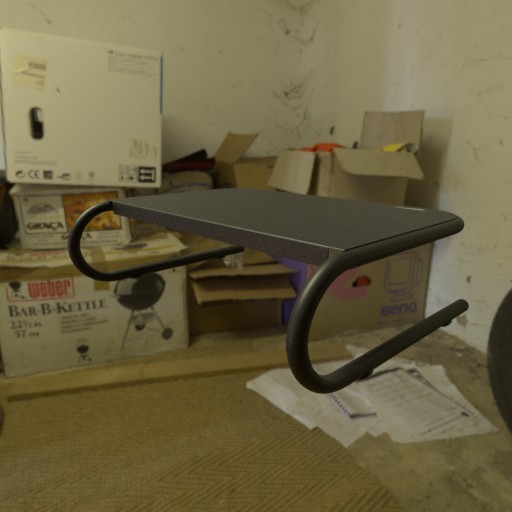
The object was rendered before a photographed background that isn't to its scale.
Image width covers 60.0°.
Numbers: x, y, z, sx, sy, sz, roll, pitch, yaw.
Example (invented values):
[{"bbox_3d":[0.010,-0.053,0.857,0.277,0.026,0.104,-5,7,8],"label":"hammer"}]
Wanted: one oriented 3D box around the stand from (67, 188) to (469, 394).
[{"bbox_3d":[0.000,0.000,0.497,0.280,0.108,0.370,-14,20,-42],"label":"stand"}]
